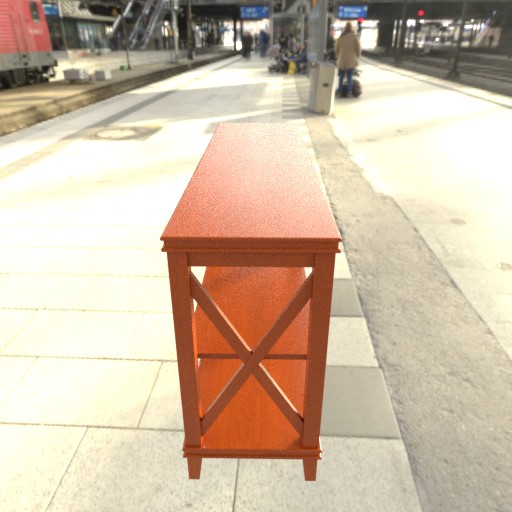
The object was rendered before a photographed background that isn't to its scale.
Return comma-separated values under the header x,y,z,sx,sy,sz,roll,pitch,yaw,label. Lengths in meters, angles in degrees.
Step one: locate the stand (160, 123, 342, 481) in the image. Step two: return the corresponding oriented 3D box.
x,y,z,sx,sy,sz,roll,pitch,yaw,label
0.000,0.000,1.705,0.381,0.762,1.372,0,26,1,stand
